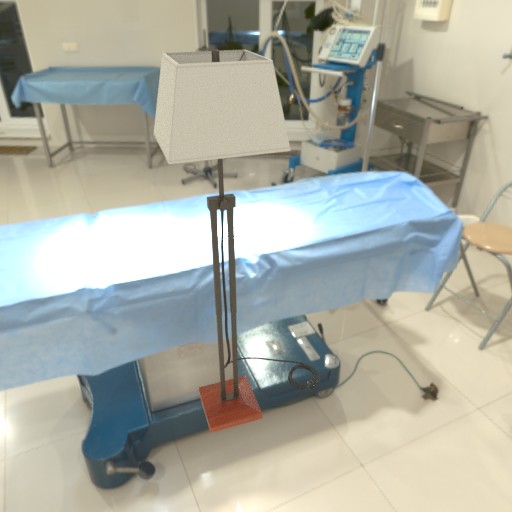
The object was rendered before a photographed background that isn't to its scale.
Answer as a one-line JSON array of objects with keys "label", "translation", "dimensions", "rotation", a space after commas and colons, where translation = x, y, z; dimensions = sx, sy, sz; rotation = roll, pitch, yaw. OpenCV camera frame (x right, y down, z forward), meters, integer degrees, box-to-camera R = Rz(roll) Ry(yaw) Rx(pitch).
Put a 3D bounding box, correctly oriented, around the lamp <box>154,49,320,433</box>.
[{"label": "lamp", "translation": [0.000, 0.000, 1.986], "dimensions": [0.745, 1.712, 0.472], "rotation": [-10, 33, -16]}]
